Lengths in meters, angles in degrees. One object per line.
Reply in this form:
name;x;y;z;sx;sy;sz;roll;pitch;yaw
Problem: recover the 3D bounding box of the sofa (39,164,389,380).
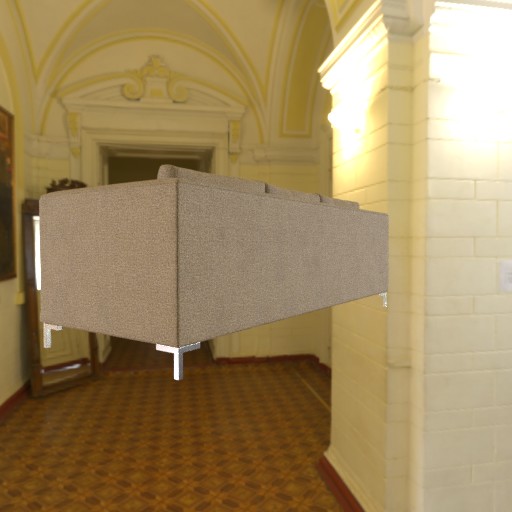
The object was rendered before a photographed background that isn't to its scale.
sofa;0.000;0.000;2.903;0.969;0.867;2.415;1;2;35
